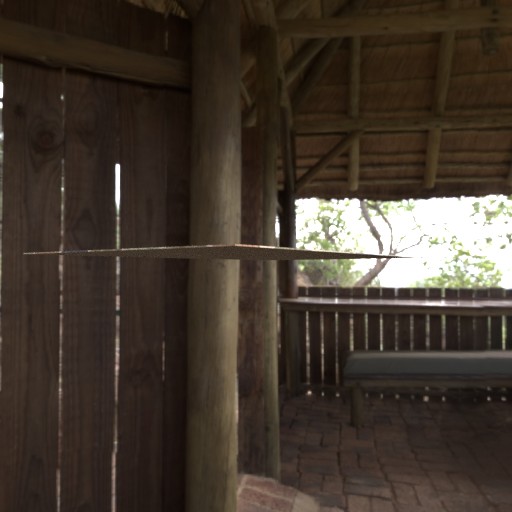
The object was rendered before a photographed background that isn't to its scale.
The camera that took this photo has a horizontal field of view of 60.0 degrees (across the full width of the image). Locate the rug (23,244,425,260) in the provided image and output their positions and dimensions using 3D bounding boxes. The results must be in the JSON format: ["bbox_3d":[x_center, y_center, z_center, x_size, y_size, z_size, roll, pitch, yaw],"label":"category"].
[{"bbox_3d":[0.000,0.000,2.923,1.521,0.006,2.284,-1,-2,37],"label":"rug"}]
